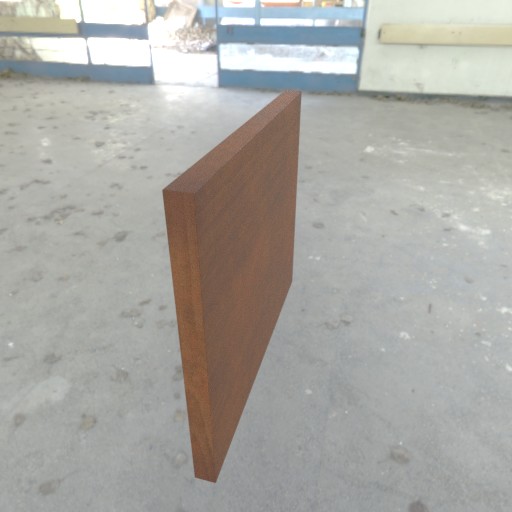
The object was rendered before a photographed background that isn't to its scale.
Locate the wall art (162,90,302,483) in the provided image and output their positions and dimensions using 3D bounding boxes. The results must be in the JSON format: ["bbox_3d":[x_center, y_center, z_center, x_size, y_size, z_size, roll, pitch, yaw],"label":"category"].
[{"bbox_3d":[0.000,0.000,0.774,0.033,0.457,0.558,8,31,13],"label":"wall art"}]
